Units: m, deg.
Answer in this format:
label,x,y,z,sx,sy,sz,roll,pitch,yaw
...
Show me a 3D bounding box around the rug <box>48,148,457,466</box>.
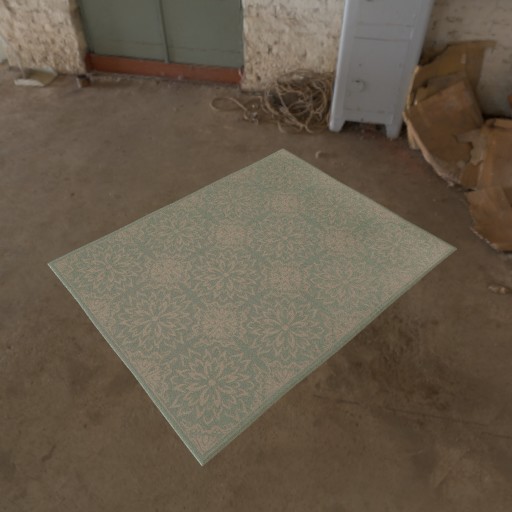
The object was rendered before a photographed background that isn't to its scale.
label,x,y,z,sx,sy,sz,roll,pitch,yaw
rug,0.000,0.000,4.108,2.980,0.012,2.363,-32,53,-28
